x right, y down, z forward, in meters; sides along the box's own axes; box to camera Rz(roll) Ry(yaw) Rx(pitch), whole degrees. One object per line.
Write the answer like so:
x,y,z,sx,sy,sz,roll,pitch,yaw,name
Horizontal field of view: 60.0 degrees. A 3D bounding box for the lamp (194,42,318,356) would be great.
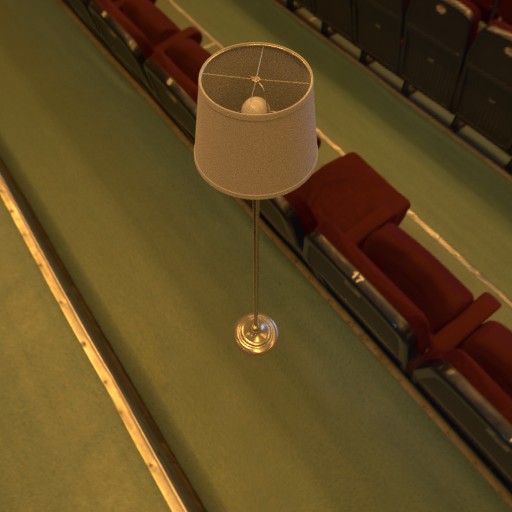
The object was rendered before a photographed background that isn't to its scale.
0.000,0.000,1.618,0.327,1.506,0.327,-32,64,-18,lamp
